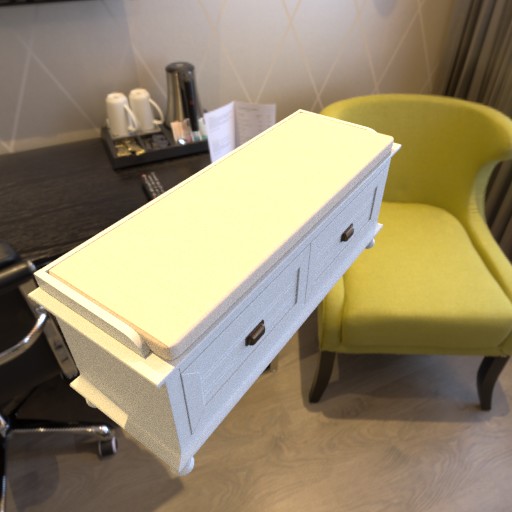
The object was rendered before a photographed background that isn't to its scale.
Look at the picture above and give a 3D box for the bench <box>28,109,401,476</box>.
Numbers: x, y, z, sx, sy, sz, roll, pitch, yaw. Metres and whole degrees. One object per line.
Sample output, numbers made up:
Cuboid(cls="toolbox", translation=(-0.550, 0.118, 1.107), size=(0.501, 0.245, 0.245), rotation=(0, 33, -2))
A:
Cuboid(cls="bench", translation=(0.000, 0.000, 1.388), size=(0.402, 0.486, 1.185), rotation=(25, 46, 26))
